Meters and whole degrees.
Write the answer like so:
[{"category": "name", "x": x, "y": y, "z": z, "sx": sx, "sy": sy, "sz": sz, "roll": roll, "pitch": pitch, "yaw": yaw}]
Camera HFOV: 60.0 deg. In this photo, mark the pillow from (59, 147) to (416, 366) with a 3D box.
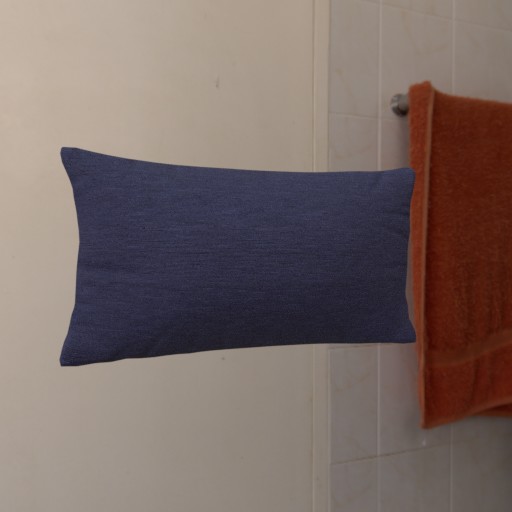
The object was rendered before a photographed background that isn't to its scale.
[{"category": "pillow", "x": 0.000, "y": 0.000, "z": 0.775, "sx": 0.633, "sy": 0.338, "sz": 0.210, "roll": 0, "pitch": 1, "yaw": -17}]
